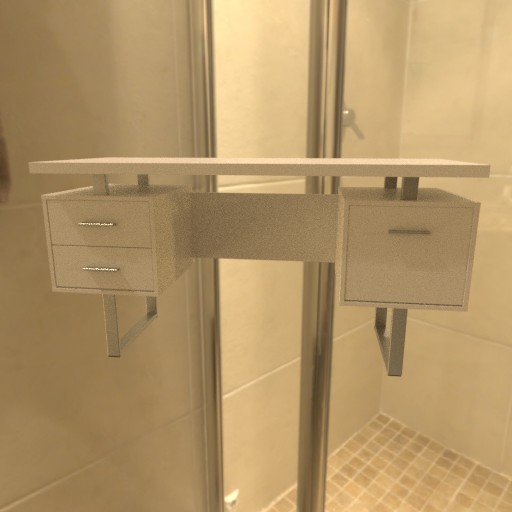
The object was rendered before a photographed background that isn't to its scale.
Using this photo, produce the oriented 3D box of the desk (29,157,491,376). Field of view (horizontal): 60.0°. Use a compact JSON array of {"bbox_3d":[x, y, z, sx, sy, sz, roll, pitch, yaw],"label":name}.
[{"bbox_3d":[0.000,0.000,1.833,1.530,0.773,0.603,2,14,8],"label":"desk"}]
